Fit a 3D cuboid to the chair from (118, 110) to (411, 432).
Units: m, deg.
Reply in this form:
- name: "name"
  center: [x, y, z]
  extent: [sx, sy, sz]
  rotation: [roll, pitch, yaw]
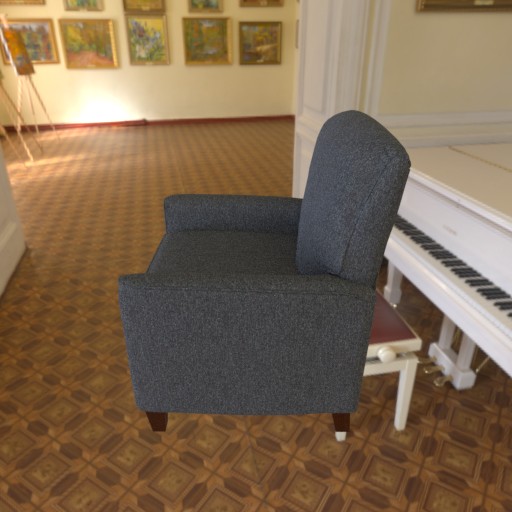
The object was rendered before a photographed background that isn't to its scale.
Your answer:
- name: "chair"
  center: [0.000, 0.000, 1.668]
  extent: [0.850, 1.016, 0.839]
  rotation: [0, 26, 0]
